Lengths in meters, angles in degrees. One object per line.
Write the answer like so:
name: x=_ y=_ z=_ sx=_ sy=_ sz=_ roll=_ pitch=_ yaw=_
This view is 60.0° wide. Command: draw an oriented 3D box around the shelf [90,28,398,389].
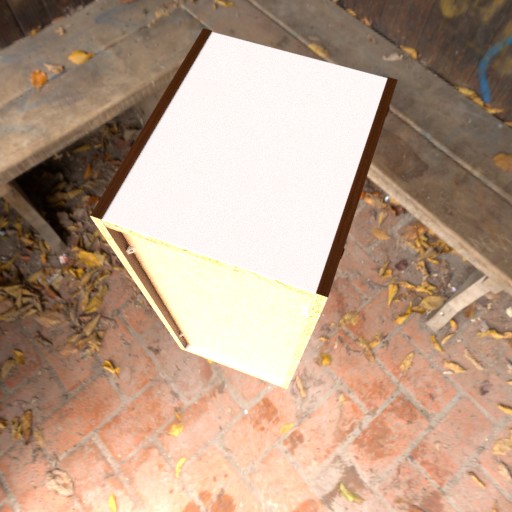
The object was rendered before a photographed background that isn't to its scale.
shelf: x=0.000 y=0.000 z=0.758 sx=0.253 sy=0.600 sz=0.290 roll=19 pitch=67 yaw=8
